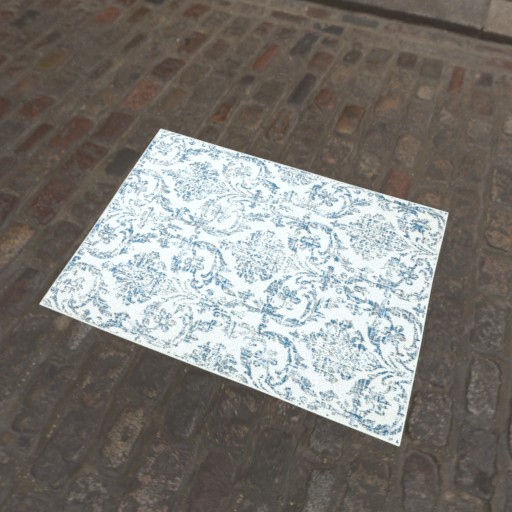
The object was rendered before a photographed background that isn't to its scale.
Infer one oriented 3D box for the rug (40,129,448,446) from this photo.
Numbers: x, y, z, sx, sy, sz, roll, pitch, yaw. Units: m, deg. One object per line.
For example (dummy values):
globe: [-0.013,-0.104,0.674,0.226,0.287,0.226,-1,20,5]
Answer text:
rug: [0.000,0.000,2.847,2.197,0.014,1.586,19,61,11]
